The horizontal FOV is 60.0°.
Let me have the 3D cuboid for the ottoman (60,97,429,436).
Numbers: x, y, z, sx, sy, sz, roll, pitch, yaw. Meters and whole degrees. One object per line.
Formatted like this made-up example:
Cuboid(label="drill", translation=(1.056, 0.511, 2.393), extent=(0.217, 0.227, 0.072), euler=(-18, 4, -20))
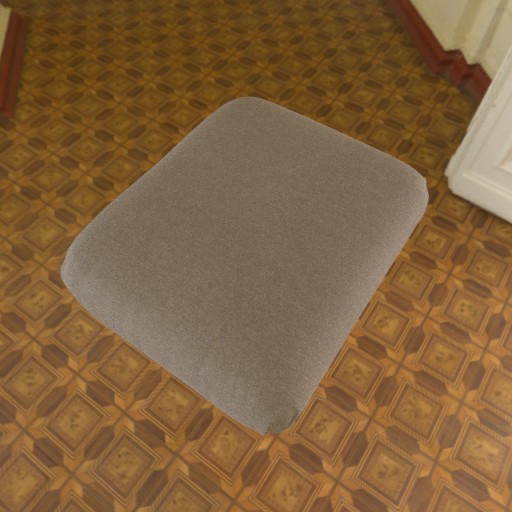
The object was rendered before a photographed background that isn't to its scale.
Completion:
Cuboid(label="ottoman", translation=(0.000, 0.000, 1.157), extent=(0.622, 0.450, 0.747), euler=(30, 62, 18))
